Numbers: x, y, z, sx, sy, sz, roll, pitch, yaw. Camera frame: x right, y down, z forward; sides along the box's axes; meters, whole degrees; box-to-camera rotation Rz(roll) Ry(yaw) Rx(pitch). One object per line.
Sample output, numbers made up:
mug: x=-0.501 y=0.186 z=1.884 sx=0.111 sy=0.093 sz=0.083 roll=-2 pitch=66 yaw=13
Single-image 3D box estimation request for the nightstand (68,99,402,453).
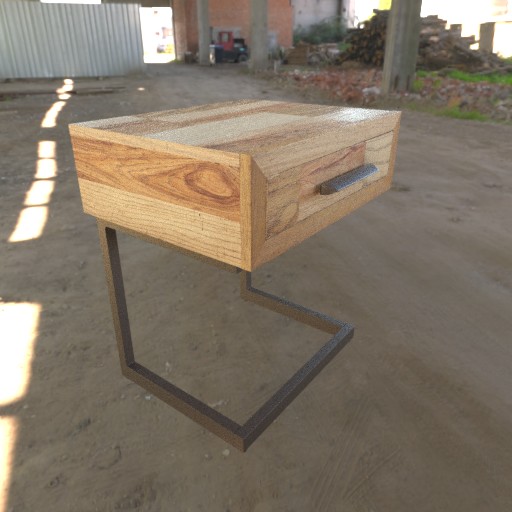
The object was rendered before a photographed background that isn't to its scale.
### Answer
nightstand: x=0.000 y=0.000 z=1.051 sx=0.481 sy=0.632 sz=0.558 roll=18 pitch=31 yaw=33
